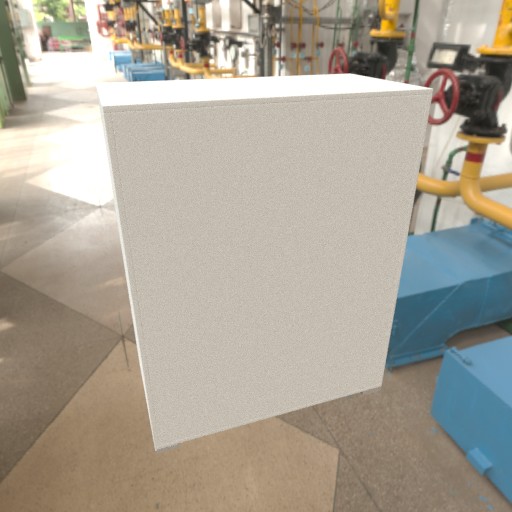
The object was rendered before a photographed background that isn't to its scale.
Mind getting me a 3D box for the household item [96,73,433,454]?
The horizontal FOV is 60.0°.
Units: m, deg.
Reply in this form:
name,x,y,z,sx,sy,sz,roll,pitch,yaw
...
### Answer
name,x,y,z,sx,sy,sz,roll,pitch,yaw
household item,0.000,0.000,1.397,0.790,1.010,0.420,-9,29,-17
